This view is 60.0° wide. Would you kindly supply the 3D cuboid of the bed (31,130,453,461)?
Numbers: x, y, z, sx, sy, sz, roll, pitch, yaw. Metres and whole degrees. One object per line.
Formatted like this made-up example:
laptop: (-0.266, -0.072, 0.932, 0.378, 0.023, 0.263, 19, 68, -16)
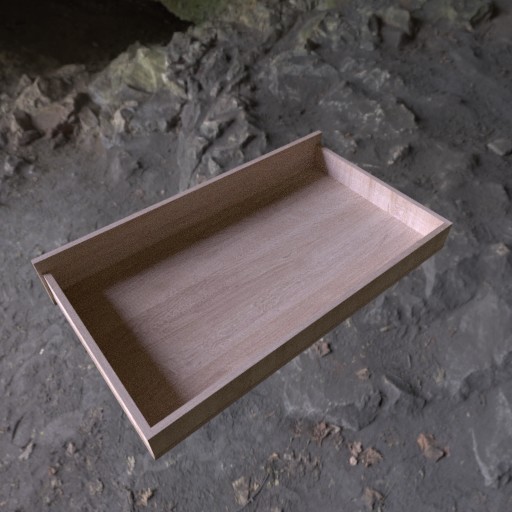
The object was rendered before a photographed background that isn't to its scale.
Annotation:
bed: (0.000, 0.000, 1.484, 1.200, 0.209, 0.685, -30, 53, -26)
